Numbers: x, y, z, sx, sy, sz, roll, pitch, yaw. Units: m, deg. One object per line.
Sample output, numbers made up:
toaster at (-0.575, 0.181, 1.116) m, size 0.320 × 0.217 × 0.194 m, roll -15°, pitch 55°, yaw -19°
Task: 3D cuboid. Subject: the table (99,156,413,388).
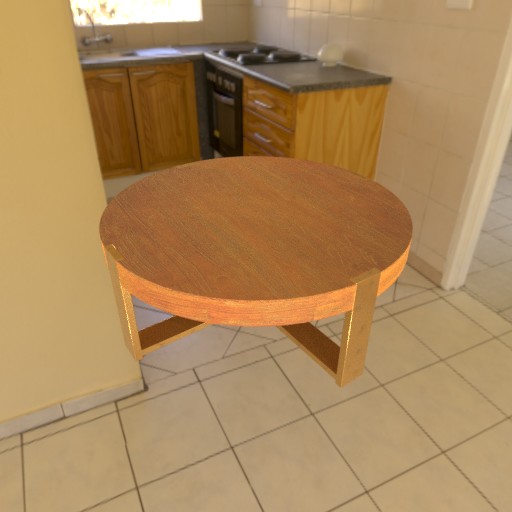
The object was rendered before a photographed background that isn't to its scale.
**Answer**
table at (0.000, 0.000, 1.740) m, size 1.100 × 0.420 × 1.100 m, roll 0°, pitch 32°, yaw 0°
